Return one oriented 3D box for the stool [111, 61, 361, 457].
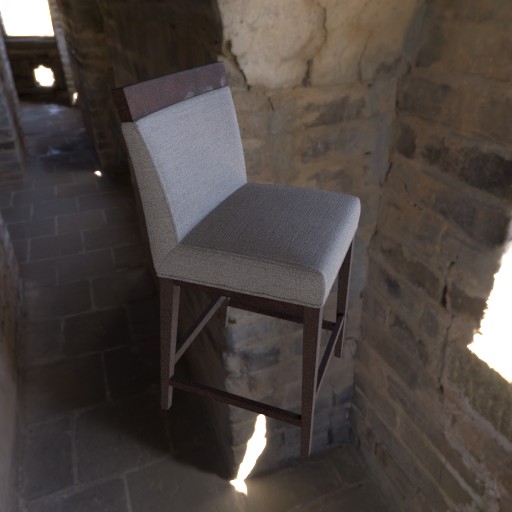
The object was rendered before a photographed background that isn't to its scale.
[{"bbox_3d":[0.000,0.000,1.329,0.531,1.009,0.512,11,32,18],"label":"stool"}]
